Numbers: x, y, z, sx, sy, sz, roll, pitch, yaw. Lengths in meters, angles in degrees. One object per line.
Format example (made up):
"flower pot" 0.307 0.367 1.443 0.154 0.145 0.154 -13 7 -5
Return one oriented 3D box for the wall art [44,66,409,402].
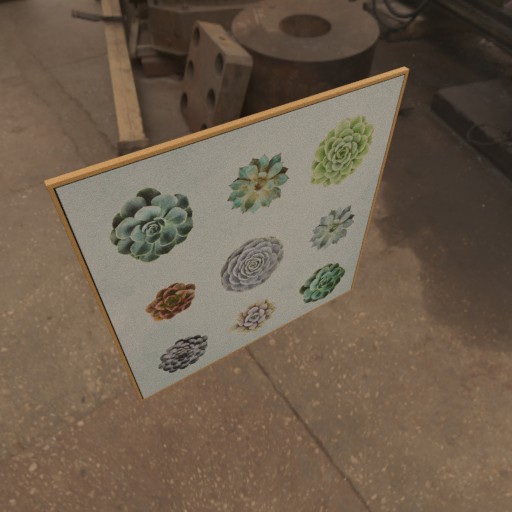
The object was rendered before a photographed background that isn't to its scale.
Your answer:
"wall art" 0.000 0.000 0.946 0.657 0.655 0.014 -24 52 -21
